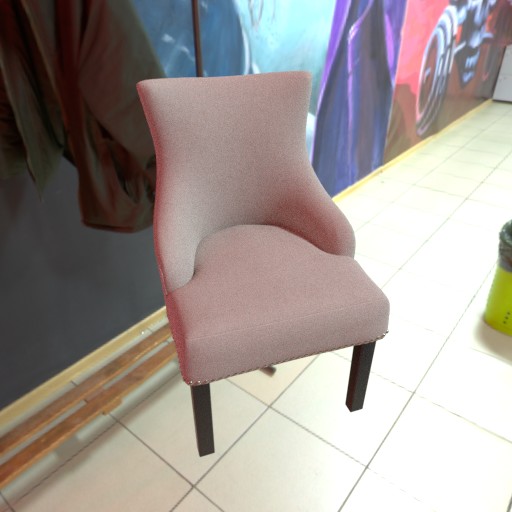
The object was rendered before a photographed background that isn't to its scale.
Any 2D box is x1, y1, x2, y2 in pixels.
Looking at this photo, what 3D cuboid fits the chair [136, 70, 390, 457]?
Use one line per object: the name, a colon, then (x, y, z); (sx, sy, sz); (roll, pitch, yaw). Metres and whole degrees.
chair: (0.000, 0.000, 1.284); (0.566, 0.909, 0.629); (-10, 33, -16)
